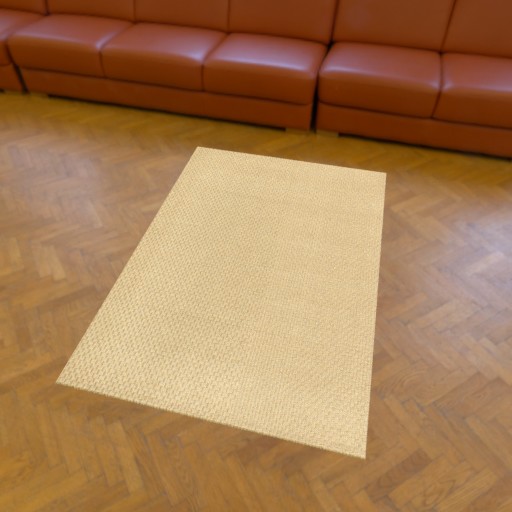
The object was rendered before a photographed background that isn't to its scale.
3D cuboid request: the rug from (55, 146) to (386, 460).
[{"bbox_3d":[0.000,0.000,2.775,1.509,0.013,2.144,10,48,9],"label":"rug"}]
